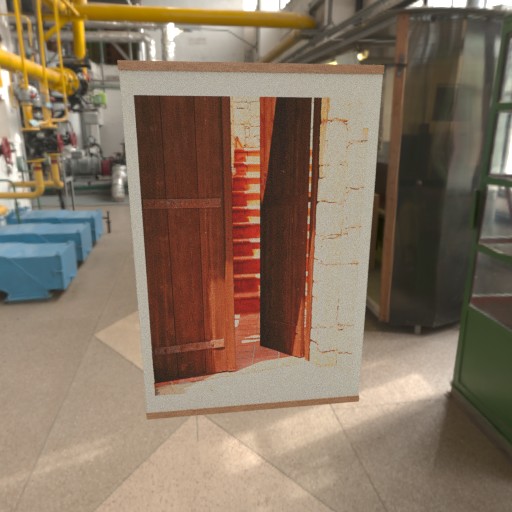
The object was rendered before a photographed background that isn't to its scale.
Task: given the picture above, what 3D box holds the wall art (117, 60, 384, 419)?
[{"bbox_3d":[0.000,0.000,1.894,1.019,1.527,0.019,-2,17,-8],"label":"wall art"}]
